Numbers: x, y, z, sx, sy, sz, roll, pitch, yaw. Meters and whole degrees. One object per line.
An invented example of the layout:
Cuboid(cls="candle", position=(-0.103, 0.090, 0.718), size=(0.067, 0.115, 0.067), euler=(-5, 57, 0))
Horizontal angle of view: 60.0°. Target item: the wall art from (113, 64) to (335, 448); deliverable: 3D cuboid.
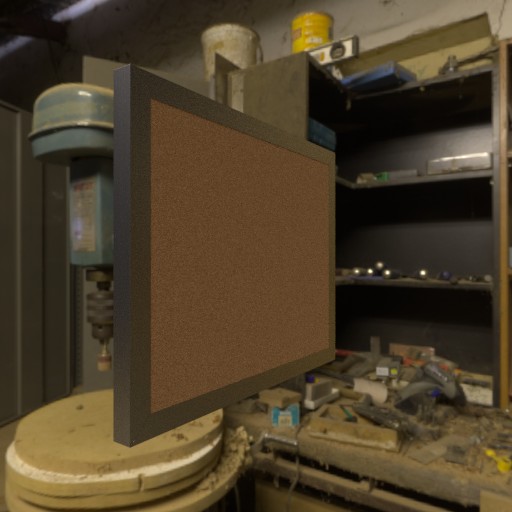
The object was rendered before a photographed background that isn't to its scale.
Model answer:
Cuboid(cls="wall art", position=(0.000, 0.000, 0.762), size=(0.032, 0.456, 0.557), euler=(0, 0, 36))
